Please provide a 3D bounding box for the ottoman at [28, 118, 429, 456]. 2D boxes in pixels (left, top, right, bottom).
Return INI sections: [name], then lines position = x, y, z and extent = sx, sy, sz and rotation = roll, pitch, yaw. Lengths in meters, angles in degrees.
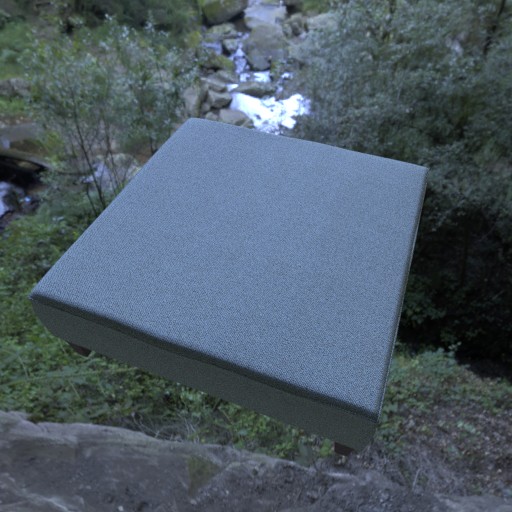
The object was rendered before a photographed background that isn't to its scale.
[ottoman]
position = 0.000, 0.000, 1.514
extent = 0.968, 0.379, 1.004
rotation = 16, 50, 14
